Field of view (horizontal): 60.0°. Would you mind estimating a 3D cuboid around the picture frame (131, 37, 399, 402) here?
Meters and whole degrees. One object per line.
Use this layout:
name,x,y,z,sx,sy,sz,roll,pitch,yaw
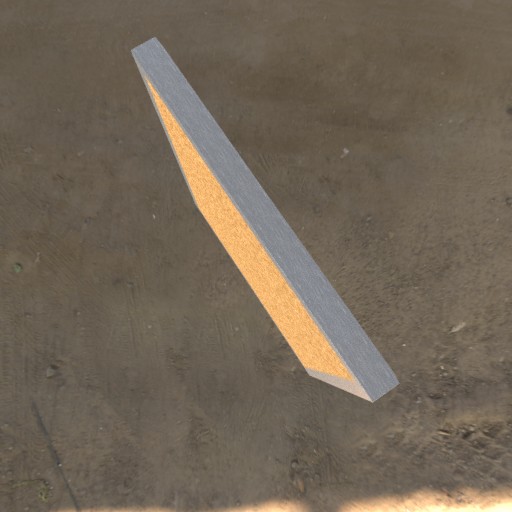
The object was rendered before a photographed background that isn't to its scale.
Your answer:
picture frame,0.000,0.000,0.516,0.027,0.378,0.327,-33,79,-7
